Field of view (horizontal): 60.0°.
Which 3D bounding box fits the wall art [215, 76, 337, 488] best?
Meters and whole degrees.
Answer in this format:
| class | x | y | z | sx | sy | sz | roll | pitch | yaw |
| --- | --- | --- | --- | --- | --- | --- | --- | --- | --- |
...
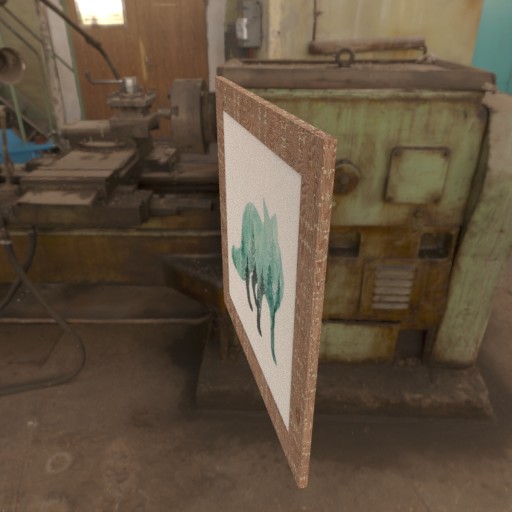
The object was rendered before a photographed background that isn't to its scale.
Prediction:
| class | x | y | z | sx | sy | sz | roll | pitch | yaw |
| --- | --- | --- | --- | --- | --- | --- | --- | --- | --- |
| wall art | 0.000 | 0.000 | 0.563 | 0.012 | 0.384 | 0.384 | -8 | 29 | -14 |
